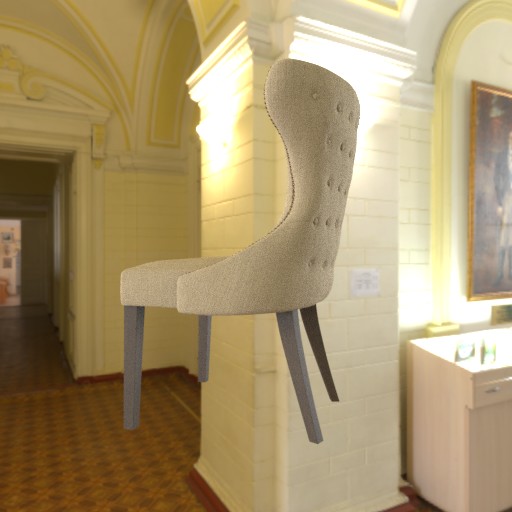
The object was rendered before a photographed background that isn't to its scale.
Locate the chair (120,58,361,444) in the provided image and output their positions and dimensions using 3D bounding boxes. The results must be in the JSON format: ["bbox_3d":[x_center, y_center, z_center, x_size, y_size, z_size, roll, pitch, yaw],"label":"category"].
[{"bbox_3d":[0.000,0.000,1.390,0.635,0.967,0.628,0,0,18],"label":"chair"}]
